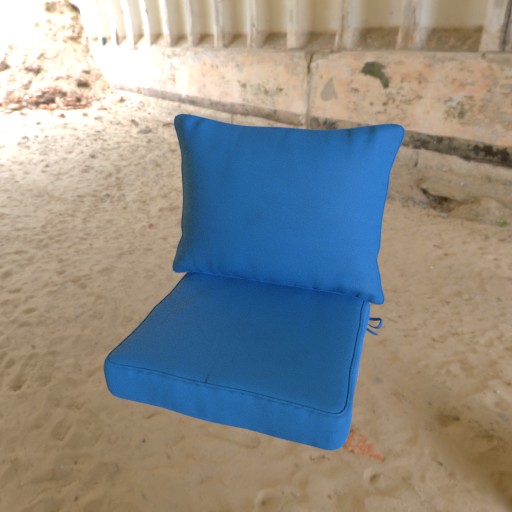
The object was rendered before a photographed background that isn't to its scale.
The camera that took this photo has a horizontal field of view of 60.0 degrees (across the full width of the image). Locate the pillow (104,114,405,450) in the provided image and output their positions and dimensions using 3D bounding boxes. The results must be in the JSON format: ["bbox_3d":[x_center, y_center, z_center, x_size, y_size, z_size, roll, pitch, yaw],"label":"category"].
[{"bbox_3d":[0.000,0.000,1.345,0.798,0.725,0.733,8,27,16],"label":"pillow"}]
